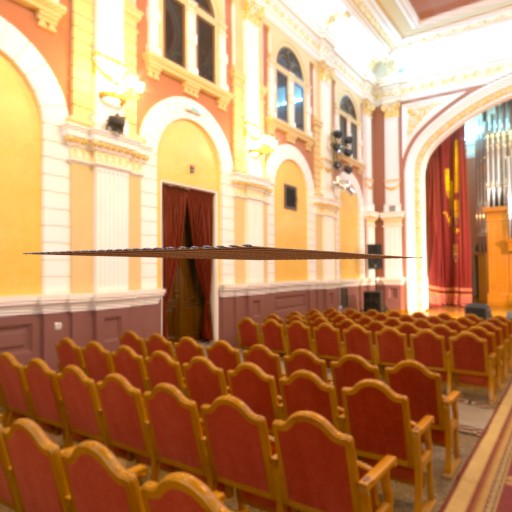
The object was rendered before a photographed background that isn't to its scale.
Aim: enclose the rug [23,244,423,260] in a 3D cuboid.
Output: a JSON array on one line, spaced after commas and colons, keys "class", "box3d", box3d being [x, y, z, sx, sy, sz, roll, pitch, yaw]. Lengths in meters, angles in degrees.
[{"class": "rug", "box3d": [0.000, 0.000, 2.928, 1.544, 0.010, 2.315, -1, -2, 35]}]
